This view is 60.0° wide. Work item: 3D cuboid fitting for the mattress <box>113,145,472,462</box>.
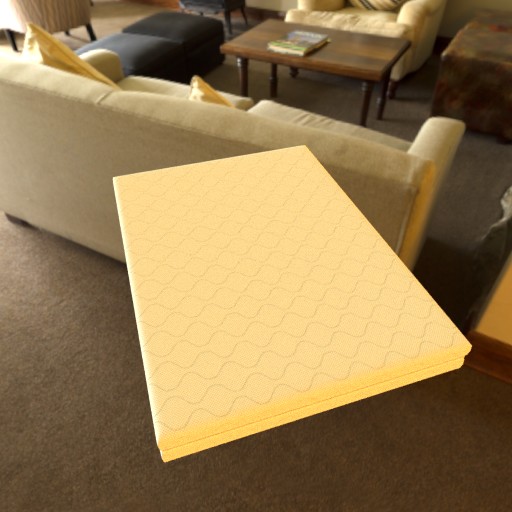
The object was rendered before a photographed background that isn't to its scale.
[{"bbox_3d":[0.000,0.000,2.520,1.400,0.200,1.900,-13,44,-13],"label":"mattress"}]
